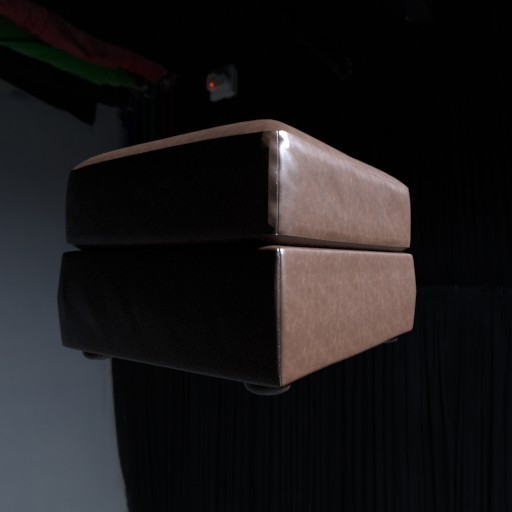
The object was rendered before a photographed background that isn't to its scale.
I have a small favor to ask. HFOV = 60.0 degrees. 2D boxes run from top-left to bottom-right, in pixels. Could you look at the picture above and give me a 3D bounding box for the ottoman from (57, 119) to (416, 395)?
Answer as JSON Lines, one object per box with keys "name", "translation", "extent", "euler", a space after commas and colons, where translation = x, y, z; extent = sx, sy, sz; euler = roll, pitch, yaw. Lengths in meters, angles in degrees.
{"name": "ottoman", "translation": [0.000, 0.000, 1.126], "extent": [0.603, 0.476, 0.751], "euler": [-1, -1, 35]}
